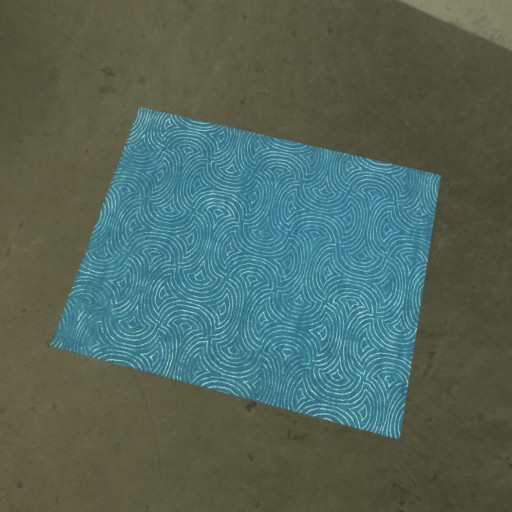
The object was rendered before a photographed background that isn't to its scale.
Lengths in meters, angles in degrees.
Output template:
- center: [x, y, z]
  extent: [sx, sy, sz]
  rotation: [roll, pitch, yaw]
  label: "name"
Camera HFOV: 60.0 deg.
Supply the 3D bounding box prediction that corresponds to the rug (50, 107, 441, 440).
- center: [0.000, 0.000, 4.025]
  extent: [3.033, 0.012, 2.432]
  rotation: [14, 75, 4]
  label: "rug"
